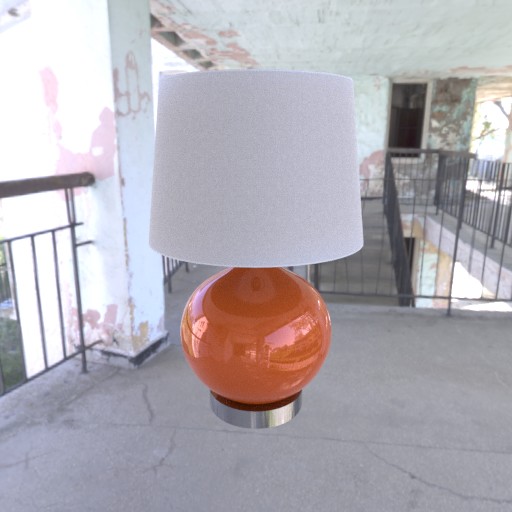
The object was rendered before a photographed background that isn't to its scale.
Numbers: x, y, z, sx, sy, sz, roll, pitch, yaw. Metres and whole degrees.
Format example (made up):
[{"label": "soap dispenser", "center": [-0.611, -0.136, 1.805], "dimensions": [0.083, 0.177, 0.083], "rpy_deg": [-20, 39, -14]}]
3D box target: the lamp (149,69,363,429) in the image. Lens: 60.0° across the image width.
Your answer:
[{"label": "lamp", "center": [0.000, 0.000, 0.527], "dimensions": [0.247, 0.387, 0.247], "rpy_deg": [0, 15, 0]}]
